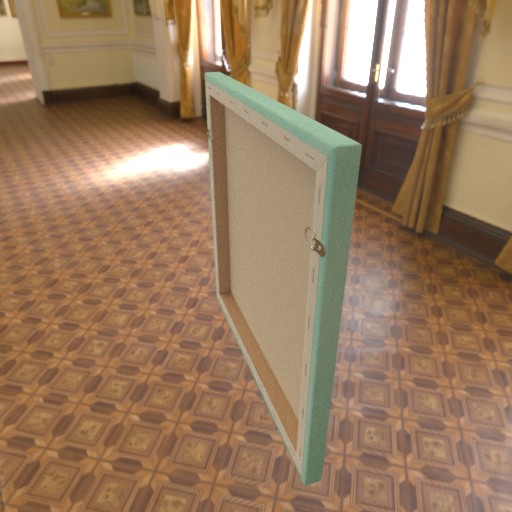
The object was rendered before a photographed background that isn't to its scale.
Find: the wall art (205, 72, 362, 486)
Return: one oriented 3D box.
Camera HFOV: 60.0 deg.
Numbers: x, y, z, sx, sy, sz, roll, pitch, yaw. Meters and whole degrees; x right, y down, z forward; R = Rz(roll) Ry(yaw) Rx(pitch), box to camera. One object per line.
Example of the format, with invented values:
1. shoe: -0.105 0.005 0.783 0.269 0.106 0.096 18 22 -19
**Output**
1. wall art: 0.000 0.000 1.558 0.070 1.073 1.071 -10 32 -17
